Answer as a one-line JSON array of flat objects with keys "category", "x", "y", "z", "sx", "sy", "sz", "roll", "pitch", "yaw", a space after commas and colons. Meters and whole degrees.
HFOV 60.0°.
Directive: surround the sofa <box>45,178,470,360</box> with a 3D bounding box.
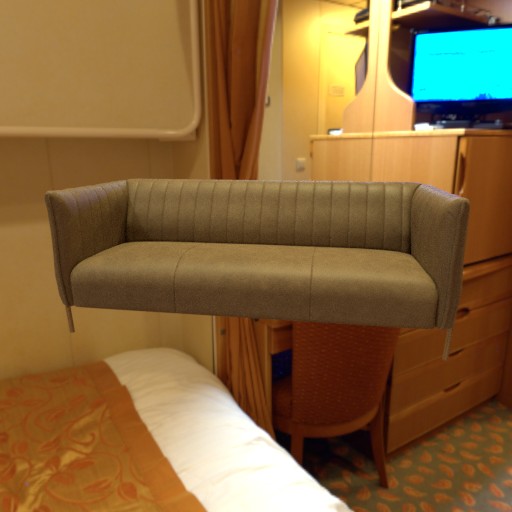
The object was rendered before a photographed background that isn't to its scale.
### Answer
[{"category": "sofa", "x": 0.000, "y": 0.000, "z": 2.448, "sx": 1.980, "sy": 0.779, "sz": 0.876, "roll": 2, "pitch": 14, "yaw": 9}]
